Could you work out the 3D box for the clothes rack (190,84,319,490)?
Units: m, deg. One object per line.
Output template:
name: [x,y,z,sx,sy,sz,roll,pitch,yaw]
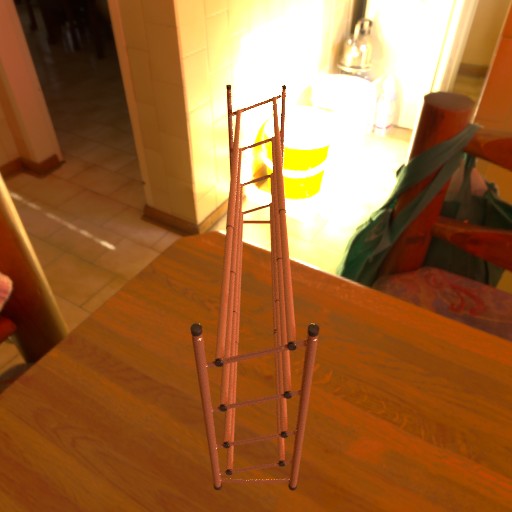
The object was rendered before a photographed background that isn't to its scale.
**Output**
clothes rack: [0.000,0.000,1.423,0.229,0.672,1.168,0,41,0]
